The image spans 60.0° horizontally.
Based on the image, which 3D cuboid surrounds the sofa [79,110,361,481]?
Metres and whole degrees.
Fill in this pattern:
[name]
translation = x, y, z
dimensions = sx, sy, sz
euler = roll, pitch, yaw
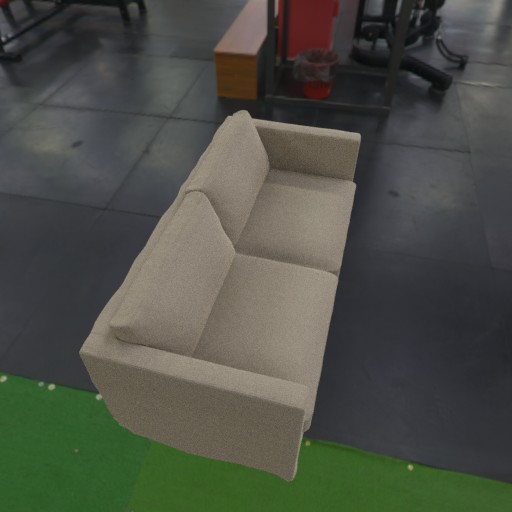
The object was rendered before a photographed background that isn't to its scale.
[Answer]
[sofa]
translation = 0.000, 0.000, 2.524
dimensions = 0.956, 0.847, 1.987
euler = 11, 47, 11
